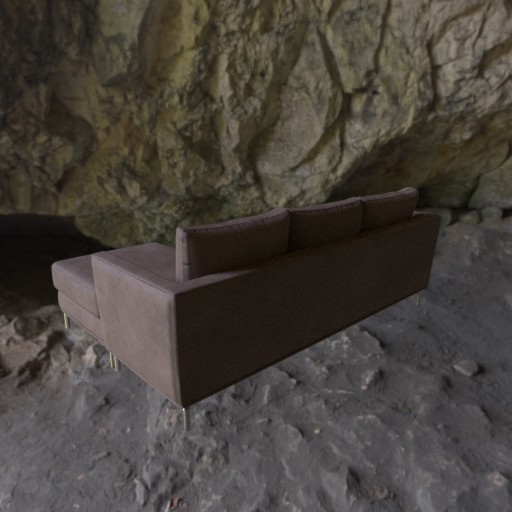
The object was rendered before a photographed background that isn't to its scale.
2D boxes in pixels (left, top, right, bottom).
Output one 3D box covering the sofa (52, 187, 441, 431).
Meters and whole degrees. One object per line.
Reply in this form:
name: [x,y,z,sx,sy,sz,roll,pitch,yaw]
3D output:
sofa: [0.000,0.000,3.276,2.438,0.987,1.622,-15,22,-41]
